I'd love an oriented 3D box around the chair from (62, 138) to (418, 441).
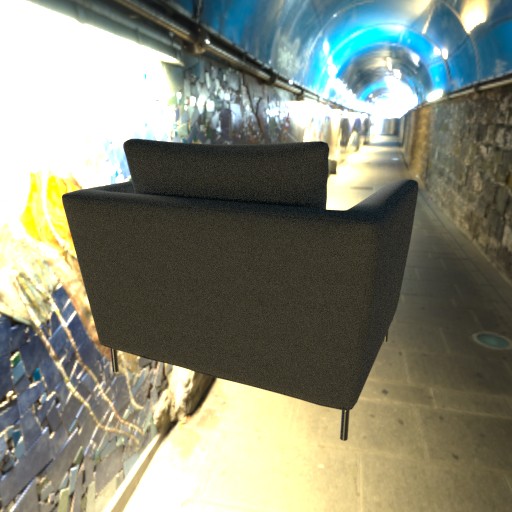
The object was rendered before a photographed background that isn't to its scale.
[{"bbox_3d":[0.000,0.000,1.673,1.041,0.864,0.889,8,18,24],"label":"chair"}]
